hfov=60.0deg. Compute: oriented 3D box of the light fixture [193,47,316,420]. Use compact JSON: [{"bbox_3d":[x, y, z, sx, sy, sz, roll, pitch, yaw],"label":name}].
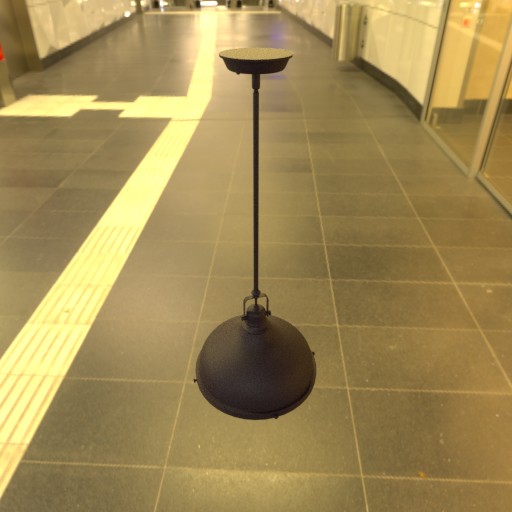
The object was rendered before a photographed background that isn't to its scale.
[{"bbox_3d":[0.000,0.000,1.009,0.341,0.849,0.341,-9,34,-14],"label":"light fixture"}]
